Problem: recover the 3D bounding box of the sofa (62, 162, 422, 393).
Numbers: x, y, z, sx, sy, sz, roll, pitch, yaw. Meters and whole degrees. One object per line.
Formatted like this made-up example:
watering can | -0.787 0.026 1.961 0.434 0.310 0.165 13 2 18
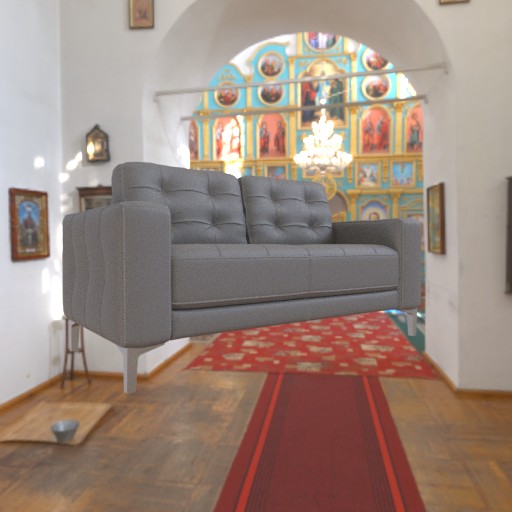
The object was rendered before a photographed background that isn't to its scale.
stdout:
sofa | 0.000 0.000 2.282 1.726 0.892 0.833 -1 2 -36
